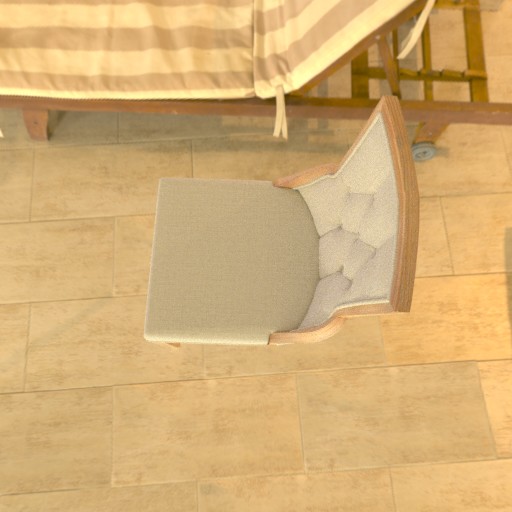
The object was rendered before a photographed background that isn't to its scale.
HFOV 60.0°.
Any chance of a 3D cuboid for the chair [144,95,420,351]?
[{"bbox_3d":[0.000,0.000,1.322,0.641,0.947,0.524,2,75,1],"label":"chair"}]
